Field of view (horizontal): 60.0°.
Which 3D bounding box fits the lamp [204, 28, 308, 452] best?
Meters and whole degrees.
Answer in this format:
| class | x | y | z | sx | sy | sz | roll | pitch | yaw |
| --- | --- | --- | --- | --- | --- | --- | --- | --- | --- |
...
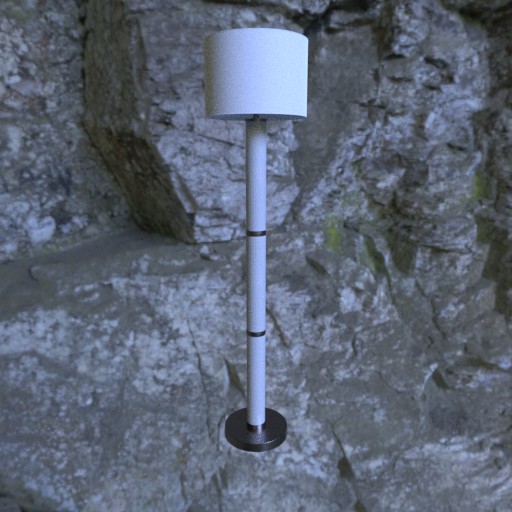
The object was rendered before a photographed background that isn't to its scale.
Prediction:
| class | x | y | z | sx | sy | sz | roll | pitch | yaw |
| --- | --- | --- | --- | --- | --- | --- | --- | --- | --- |
| lamp | 0.000 | 0.000 | 1.782 | 0.377 | 1.599 | 0.377 | -3 | 14 | -12 |
